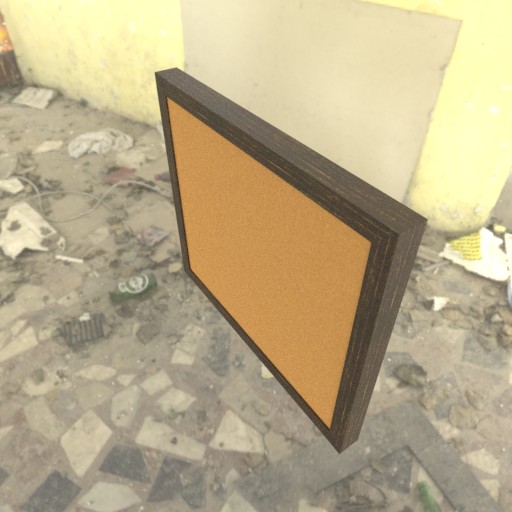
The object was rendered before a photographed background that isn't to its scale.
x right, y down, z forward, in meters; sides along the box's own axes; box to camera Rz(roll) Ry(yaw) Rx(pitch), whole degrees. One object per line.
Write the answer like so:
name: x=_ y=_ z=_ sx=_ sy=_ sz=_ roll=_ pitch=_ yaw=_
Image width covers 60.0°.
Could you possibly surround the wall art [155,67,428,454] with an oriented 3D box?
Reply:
wall art: x=0.000 y=0.000 z=0.533 sx=0.031 sy=0.330 sz=0.381 roll=-25 pitch=47 yaw=-26
